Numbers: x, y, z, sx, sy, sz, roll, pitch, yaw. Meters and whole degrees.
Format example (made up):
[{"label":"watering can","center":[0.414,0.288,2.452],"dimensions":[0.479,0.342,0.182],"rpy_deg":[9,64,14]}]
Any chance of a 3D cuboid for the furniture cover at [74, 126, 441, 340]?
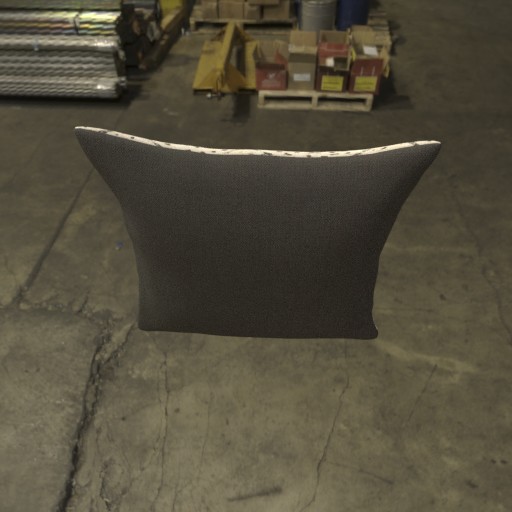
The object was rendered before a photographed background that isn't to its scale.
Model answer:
[{"label":"furniture cover","center":[0.000,0.000,0.798],"dimensions":[0.525,0.498,0.180],"rpy_deg":[2,46,2]}]
